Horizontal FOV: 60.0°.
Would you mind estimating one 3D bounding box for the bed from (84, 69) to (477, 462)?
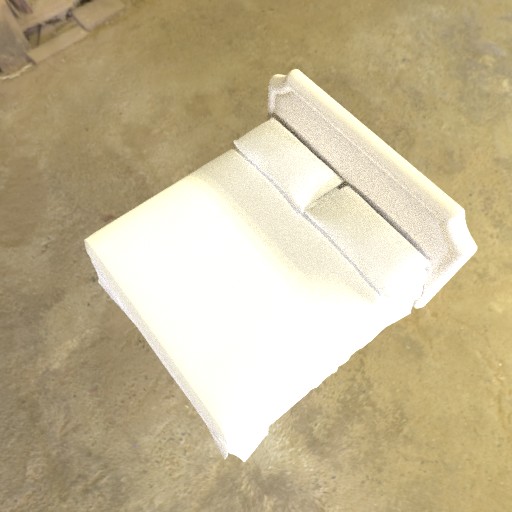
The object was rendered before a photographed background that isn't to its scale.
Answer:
[{"bbox_3d":[0.000,0.000,3.477,2.204,1.301,2.160,-35,69,-16],"label":"bed"}]
